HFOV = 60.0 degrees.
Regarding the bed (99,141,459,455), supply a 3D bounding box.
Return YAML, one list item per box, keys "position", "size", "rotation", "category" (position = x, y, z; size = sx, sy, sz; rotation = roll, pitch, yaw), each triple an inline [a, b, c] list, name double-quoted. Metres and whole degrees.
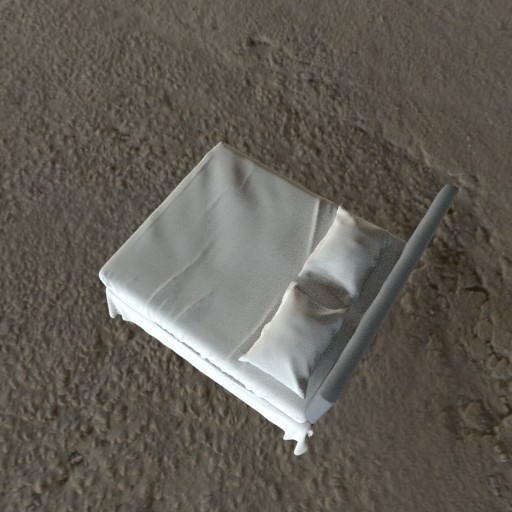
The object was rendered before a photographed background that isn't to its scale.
- position: [0.000, 0.000, 3.483]
  size: [2.222, 1.577, 1.936]
  rotation: [31, 67, 15]
  category: "bed"
